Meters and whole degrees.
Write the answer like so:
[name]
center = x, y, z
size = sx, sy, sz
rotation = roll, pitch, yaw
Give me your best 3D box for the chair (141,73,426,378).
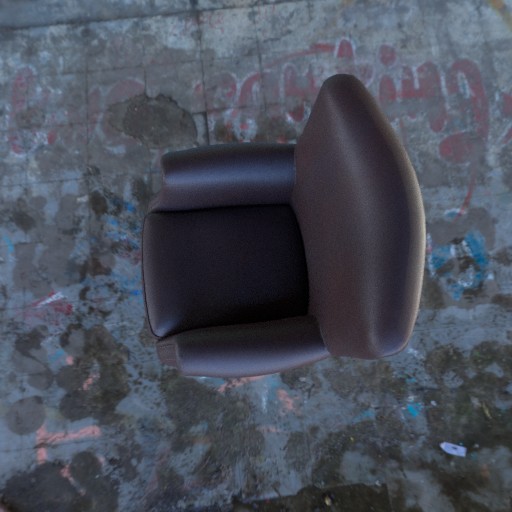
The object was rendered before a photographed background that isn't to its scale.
[chair]
center = 0.000, 0.000, 1.347
size = 0.746, 0.800, 0.700
rotation = -7, 76, -2
